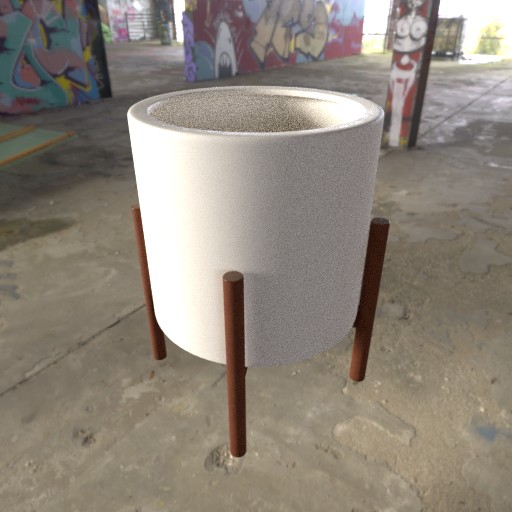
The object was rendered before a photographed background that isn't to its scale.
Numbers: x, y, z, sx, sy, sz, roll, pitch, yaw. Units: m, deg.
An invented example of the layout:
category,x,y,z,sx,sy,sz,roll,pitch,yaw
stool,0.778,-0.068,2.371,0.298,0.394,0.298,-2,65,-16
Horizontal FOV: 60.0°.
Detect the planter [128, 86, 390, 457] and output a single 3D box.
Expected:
category,x,y,z,sx,sy,sz,roll,pitch,yaw
planter,0.000,0.000,0.886,0.420,0.581,0.421,-18,34,-29
